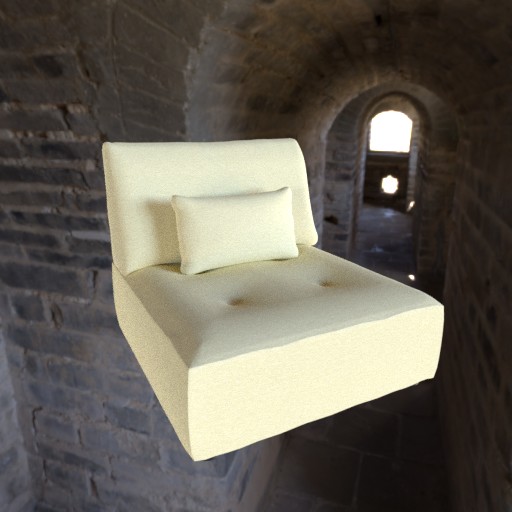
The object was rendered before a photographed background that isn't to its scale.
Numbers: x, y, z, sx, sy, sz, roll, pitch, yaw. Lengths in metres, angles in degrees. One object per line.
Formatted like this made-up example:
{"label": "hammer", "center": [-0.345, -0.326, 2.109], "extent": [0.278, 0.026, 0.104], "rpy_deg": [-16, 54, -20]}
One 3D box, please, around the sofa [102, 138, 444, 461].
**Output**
{"label": "sofa", "center": [0.000, 0.000, 1.678], "extent": [0.930, 0.820, 1.000], "rpy_deg": [-9, 19, -27]}
